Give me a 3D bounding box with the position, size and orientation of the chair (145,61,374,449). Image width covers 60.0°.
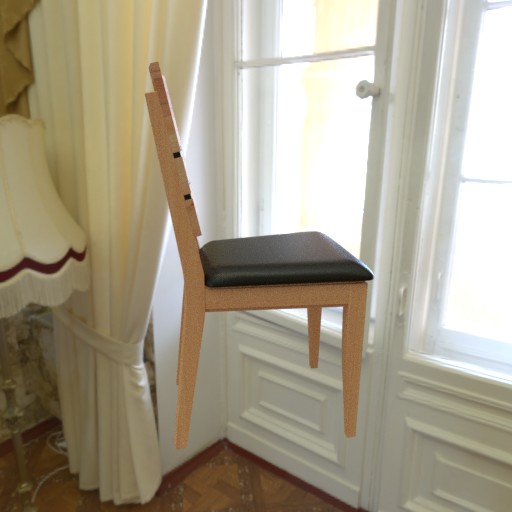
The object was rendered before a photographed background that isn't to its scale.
[{"bbox_3d":[0.000,0.000,1.217,0.520,0.940,0.410,-3,17,-8],"label":"chair"}]
